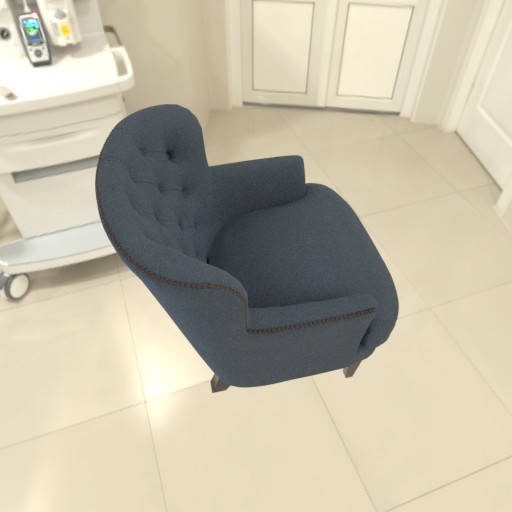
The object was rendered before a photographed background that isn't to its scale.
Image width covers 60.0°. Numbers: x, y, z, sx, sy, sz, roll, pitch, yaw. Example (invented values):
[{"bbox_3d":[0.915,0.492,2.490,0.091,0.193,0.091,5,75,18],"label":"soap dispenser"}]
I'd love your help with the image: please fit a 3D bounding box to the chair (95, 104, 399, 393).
[{"bbox_3d":[0.000,0.000,1.582,0.906,0.868,0.848,-10,48,-9],"label":"chair"}]
